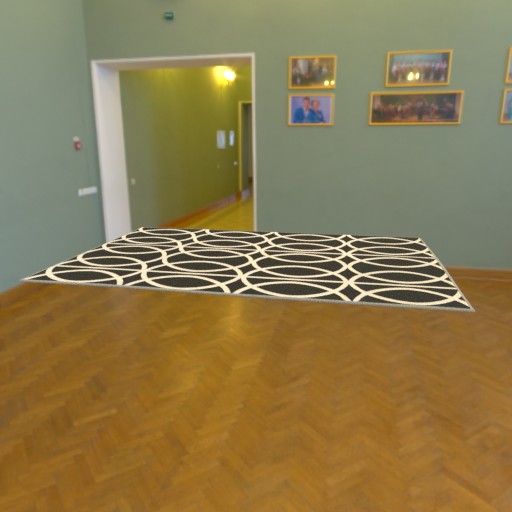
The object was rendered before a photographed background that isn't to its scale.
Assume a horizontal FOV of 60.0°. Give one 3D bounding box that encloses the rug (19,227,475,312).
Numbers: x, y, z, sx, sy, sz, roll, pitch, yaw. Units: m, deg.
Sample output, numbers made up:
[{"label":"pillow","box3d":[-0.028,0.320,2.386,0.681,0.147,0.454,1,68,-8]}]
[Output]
[{"label":"rug","box3d":[0.000,0.000,2.885,2.294,0.014,1.528,3,15,11]}]
